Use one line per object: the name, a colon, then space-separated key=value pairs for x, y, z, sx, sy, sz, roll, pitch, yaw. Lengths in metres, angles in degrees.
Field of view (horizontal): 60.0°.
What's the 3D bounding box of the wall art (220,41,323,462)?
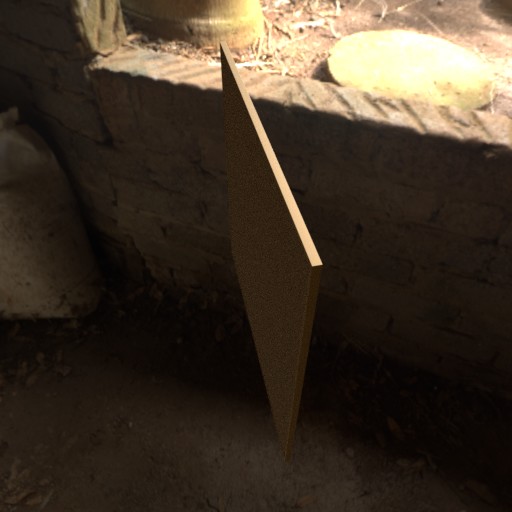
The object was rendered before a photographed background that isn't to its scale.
wall art: x=0.000 y=0.000 z=0.966 sx=0.014 sy=0.655 sz=0.657 roll=-9 pitch=48 yaw=-8
